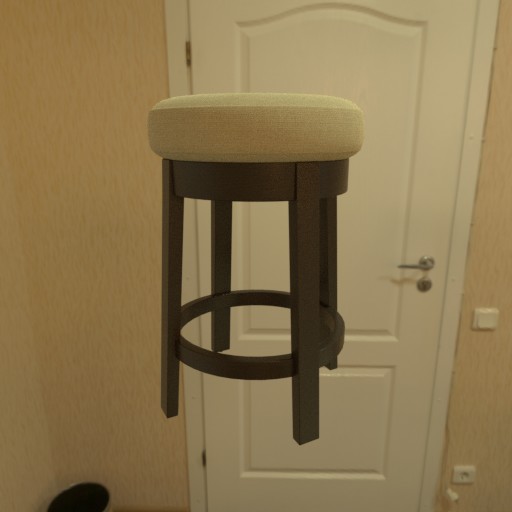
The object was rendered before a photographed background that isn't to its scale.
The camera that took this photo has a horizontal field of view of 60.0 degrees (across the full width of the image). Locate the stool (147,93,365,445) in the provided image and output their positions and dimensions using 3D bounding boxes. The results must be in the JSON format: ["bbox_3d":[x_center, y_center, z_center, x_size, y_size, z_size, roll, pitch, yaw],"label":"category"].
[{"bbox_3d":[0.000,0.000,0.971,0.449,0.655,0.449,0,15,0],"label":"stool"}]
